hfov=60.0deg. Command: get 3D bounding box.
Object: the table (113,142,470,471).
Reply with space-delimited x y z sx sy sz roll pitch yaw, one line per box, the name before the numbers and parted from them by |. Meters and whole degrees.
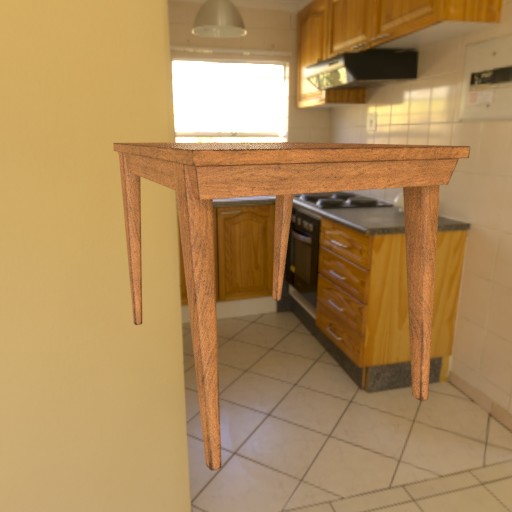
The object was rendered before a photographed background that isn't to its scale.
table | 0.000 0.000 1.553 0.757 0.760 1.027 -7 17 -24
